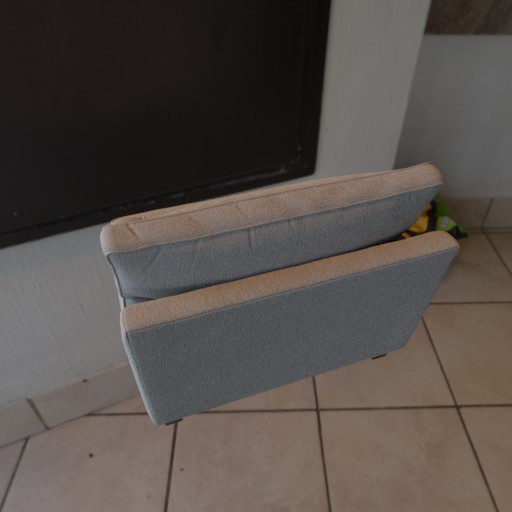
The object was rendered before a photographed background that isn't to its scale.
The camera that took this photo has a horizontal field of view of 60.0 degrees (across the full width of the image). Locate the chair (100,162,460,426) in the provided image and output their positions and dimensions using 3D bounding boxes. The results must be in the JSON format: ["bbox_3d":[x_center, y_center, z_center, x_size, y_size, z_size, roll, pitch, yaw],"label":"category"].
[{"bbox_3d":[0.000,0.000,1.983,1.220,1.016,1.041,-13,43,-15],"label":"chair"}]
